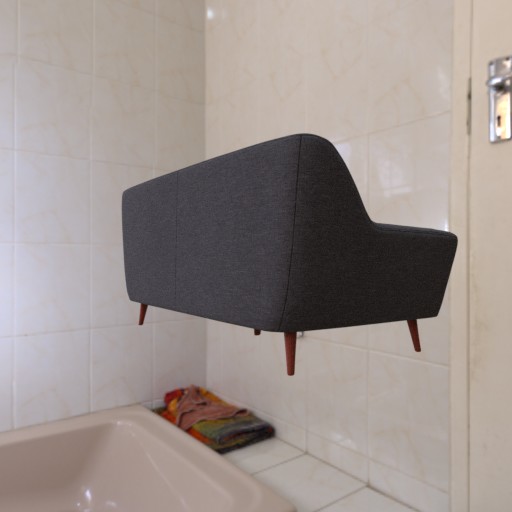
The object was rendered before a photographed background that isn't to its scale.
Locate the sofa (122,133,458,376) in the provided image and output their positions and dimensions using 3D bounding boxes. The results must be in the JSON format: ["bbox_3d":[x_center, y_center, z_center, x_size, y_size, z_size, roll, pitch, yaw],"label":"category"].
[{"bbox_3d":[0.000,0.000,2.501,0.975,0.896,1.929,0,0,-36],"label":"sofa"}]
